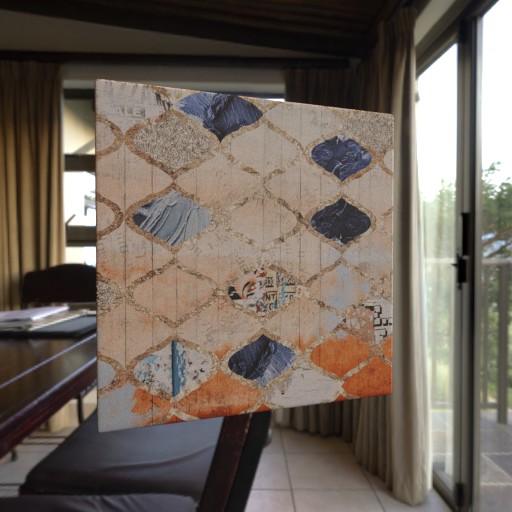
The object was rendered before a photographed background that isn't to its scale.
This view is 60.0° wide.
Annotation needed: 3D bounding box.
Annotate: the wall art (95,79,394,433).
[{"bbox_3d":[0.000,0.000,0.446,0.303,0.304,0.036,0,1,-20],"label":"wall art"}]
